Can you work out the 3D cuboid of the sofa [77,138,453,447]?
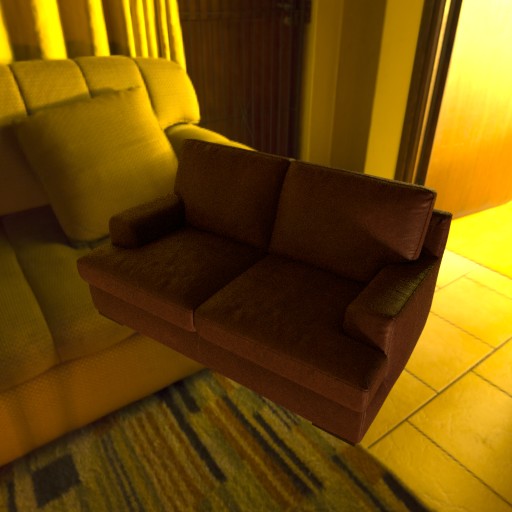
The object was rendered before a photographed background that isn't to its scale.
[{"bbox_3d":[0.000,0.000,2.547,1.880,0.939,1.143,19,36,28],"label":"sofa"}]
